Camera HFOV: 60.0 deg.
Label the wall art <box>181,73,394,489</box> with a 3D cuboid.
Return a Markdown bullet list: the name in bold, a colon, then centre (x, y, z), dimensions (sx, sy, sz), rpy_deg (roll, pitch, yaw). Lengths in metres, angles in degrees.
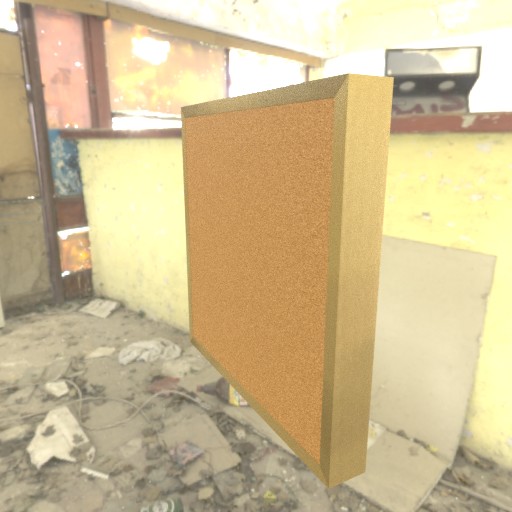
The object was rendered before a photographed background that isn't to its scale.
- **wall art**: centre (0.000, 0.000, 0.448), dimensions (0.038, 0.305, 0.304), rpy_deg (-8, 16, -28)
